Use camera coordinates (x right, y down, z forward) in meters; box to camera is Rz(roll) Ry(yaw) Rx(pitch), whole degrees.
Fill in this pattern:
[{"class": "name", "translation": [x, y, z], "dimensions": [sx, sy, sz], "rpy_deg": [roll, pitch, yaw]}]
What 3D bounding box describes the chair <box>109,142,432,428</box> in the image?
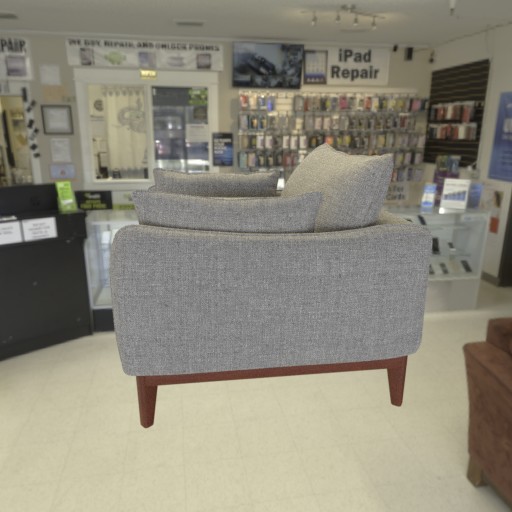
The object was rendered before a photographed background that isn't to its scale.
[{"class": "chair", "translation": [0.000, 0.000, 1.750], "dimensions": [0.976, 0.839, 0.993], "rpy_deg": [-2, 17, -7]}]
